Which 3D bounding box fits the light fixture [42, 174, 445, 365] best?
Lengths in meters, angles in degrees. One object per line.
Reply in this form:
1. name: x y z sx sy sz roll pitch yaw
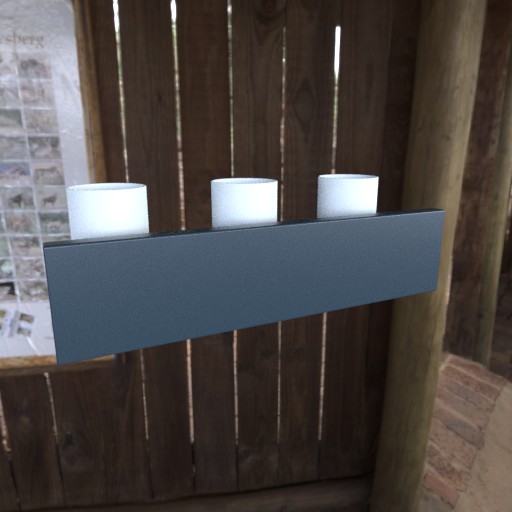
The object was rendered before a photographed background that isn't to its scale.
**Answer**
1. light fixture: 0.000 0.000 0.526 0.451 0.172 0.145 -7 16 -25
